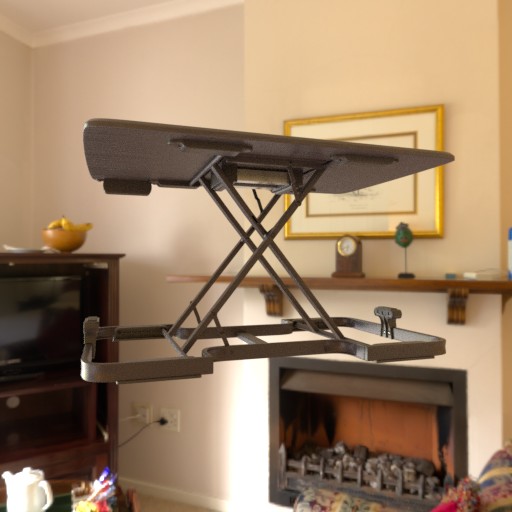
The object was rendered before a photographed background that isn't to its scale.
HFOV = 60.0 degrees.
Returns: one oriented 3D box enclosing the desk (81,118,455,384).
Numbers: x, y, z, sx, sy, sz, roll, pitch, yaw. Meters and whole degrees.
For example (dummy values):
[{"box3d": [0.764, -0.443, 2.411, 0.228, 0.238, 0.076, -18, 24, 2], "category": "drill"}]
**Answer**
[{"box3d": [0.000, 0.000, 1.137, 0.820, 0.470, 0.546, 0, -1, -19], "category": "desk"}]
